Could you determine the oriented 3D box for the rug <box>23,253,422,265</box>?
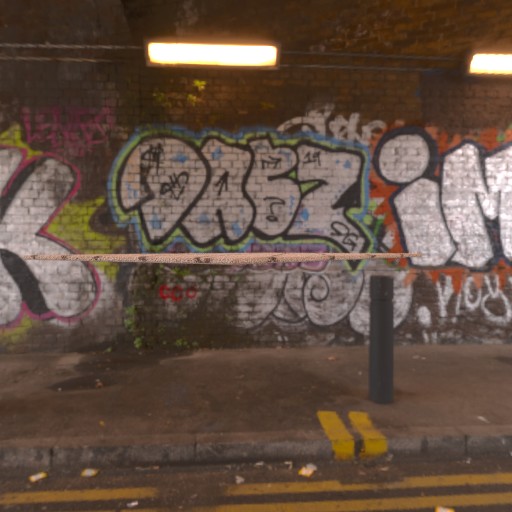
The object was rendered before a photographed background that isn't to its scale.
[{"bbox_3d":[0.000,0.000,3.468,1.778,0.030,2.743,1,1,36],"label":"rug"}]
